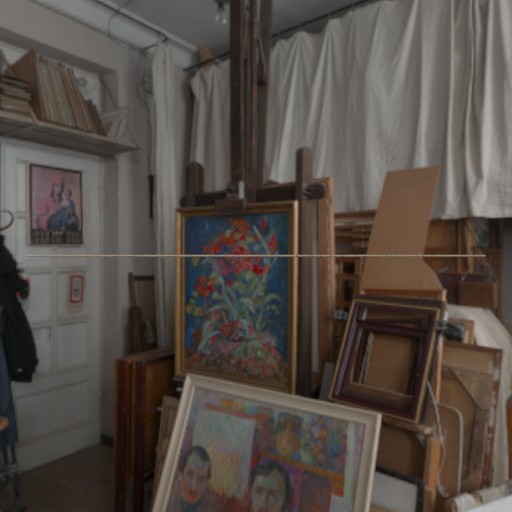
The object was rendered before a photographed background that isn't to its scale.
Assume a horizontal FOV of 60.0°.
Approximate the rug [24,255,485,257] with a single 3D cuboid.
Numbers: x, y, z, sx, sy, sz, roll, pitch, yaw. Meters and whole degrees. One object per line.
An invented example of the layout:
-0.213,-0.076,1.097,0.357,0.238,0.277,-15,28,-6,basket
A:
0.000,0.000,4.092,3.048,0.013,2.439,0,0,-1,rug
